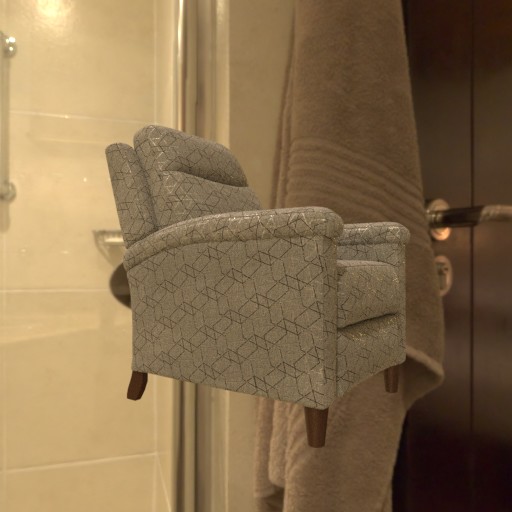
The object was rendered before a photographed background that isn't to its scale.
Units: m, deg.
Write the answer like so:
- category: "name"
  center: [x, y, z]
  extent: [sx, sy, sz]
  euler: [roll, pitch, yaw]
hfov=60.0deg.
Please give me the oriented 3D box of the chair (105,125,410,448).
- category: "chair"
  center: [0.000, 0.000, 1.719]
  extent: [0.987, 1.048, 0.753]
  euler: [0, -1, 36]
